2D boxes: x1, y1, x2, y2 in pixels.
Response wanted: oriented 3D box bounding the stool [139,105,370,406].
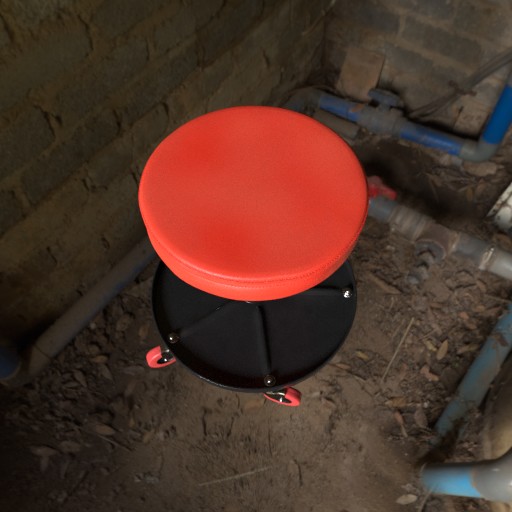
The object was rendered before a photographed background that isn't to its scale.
[{"bbox_3d":[0.000,0.000,0.680,0.381,0.365,0.382,-2,59,-1],"label":"stool"}]
